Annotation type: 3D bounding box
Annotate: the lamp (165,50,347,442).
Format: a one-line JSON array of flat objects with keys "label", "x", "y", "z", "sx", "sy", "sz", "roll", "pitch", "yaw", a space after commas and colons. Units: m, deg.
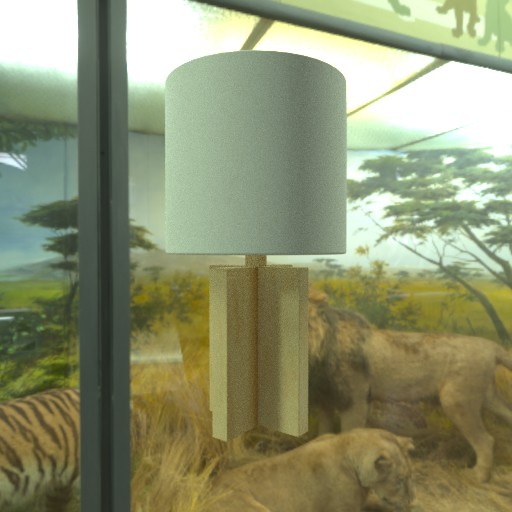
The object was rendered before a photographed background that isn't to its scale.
[{"label": "lamp", "x": 0.000, "y": 0.000, "z": 0.572, "sx": 0.229, "sy": 0.428, "sz": 0.229, "roll": 1, "pitch": 2, "yaw": 37}]
